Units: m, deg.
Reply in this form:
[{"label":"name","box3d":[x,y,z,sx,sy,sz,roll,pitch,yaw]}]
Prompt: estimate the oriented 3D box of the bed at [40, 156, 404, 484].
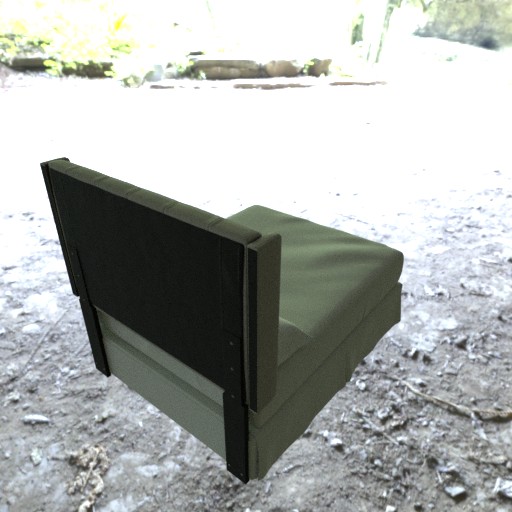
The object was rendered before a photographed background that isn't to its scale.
[{"label":"bed","box3d":[0.000,0.000,3.320,1.719,1.665,2.066,22,37,33]}]
